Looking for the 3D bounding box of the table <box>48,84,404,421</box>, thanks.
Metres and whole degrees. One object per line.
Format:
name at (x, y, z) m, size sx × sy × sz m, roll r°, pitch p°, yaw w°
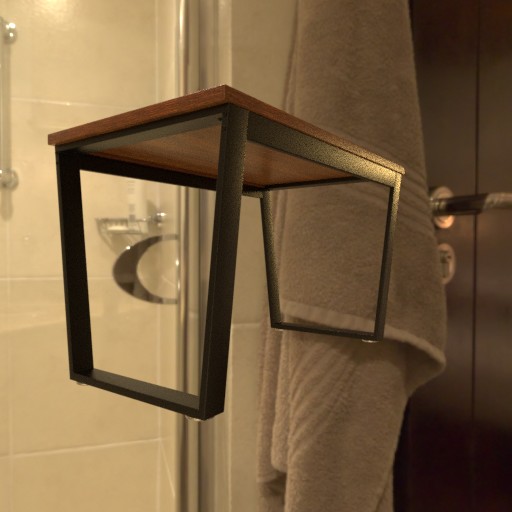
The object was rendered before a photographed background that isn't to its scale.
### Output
table at (0.000, 0.000, 1.650) m, size 0.714 × 0.760 × 1.205 m, roll 1°, pitch 1°, yaw 36°
